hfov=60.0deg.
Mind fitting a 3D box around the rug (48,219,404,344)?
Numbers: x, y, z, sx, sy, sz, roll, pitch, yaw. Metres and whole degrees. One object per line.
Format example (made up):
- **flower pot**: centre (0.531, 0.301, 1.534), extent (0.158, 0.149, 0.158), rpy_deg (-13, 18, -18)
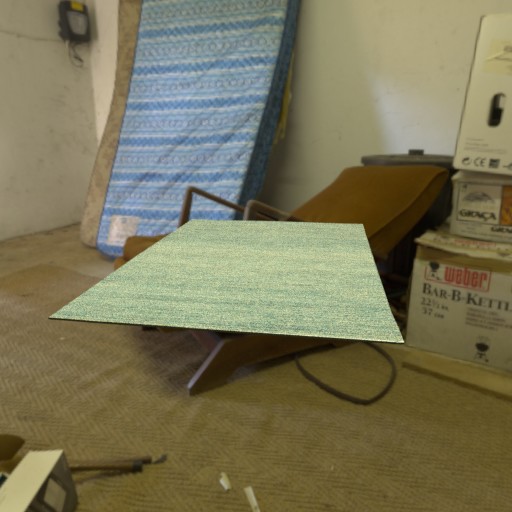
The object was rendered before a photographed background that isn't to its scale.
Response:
- **rug**: centre (0.000, 0.000, 5.313), extent (2.802, 0.052, 4.078), rpy_deg (3, 17, 9)
